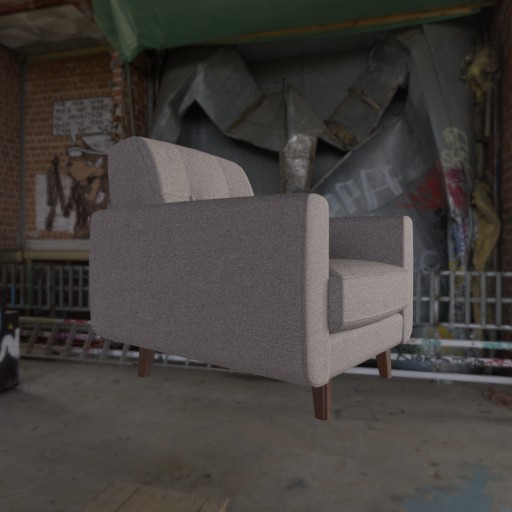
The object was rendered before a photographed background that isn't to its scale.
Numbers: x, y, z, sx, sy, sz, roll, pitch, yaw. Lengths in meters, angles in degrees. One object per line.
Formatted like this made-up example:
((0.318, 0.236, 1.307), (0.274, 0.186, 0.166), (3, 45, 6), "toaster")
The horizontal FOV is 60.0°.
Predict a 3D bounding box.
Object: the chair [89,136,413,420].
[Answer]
((0.000, 0.000, 1.564), (0.907, 0.839, 0.831), (0, 0, 35), "chair")
